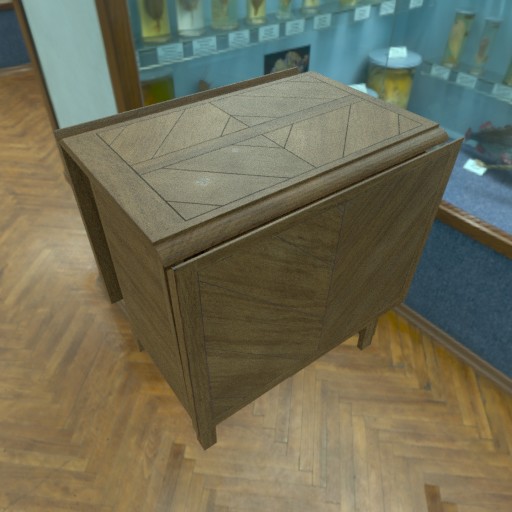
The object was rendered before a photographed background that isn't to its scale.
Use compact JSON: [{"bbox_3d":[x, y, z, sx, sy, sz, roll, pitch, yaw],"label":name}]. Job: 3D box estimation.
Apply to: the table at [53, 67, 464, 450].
[{"bbox_3d":[0.000,0.000,1.270,0.746,0.763,0.591,-26,47,-26],"label":"table"}]
